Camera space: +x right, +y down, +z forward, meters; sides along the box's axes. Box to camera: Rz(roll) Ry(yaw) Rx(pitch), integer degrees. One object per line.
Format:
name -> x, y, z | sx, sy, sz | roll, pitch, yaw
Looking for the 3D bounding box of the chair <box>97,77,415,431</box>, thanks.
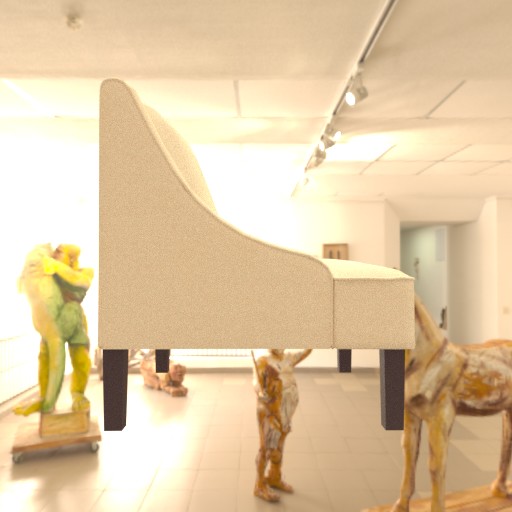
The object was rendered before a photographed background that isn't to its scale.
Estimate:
chair -> 0.000, 0.000, 1.433 | 0.806, 0.886, 0.689 | 0, -1, 0
